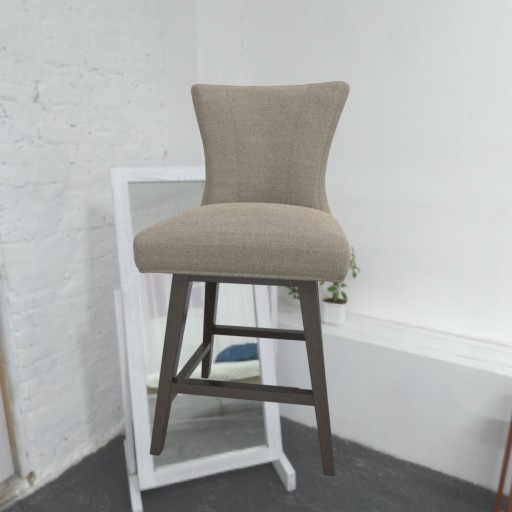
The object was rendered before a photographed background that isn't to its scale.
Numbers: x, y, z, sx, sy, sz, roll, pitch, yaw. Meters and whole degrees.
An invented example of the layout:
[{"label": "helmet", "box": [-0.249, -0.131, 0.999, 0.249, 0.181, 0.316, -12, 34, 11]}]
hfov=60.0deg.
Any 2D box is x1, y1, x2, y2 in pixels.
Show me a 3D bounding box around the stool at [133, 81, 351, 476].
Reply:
[{"label": "stool", "box": [0.000, 0.000, 1.294, 0.514, 1.000, 0.574, 2, 15, 9]}]
